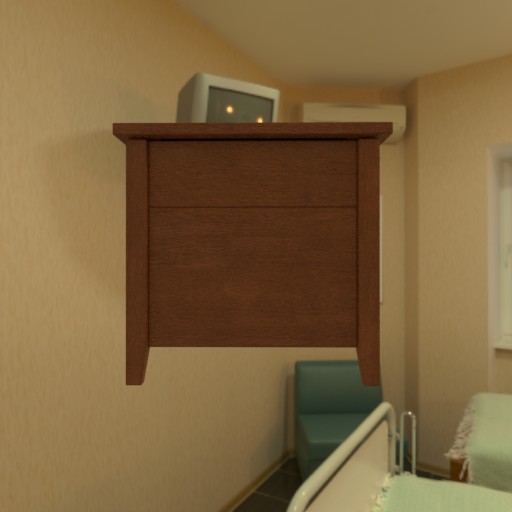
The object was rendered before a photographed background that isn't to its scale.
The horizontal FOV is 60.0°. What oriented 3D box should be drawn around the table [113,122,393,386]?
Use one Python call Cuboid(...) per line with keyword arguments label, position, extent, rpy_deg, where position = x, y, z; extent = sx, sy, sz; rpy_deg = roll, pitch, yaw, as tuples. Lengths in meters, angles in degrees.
Cuboid(label="table", position=(0.000, 0.000, 1.268), extent=(0.483, 0.457, 1.016), rpy_deg=(0, 0, 1))
